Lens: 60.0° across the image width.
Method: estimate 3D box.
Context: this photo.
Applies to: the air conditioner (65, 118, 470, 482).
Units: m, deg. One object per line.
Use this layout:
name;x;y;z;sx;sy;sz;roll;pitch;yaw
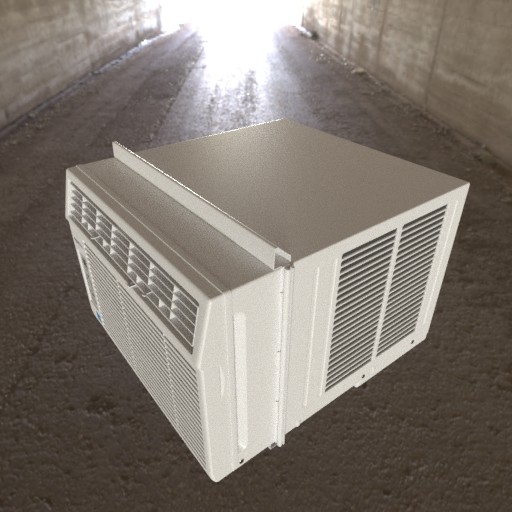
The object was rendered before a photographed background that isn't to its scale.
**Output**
air conditioner;0.000;0.000;0.857;0.546;0.388;0.503;-23;39;-31
